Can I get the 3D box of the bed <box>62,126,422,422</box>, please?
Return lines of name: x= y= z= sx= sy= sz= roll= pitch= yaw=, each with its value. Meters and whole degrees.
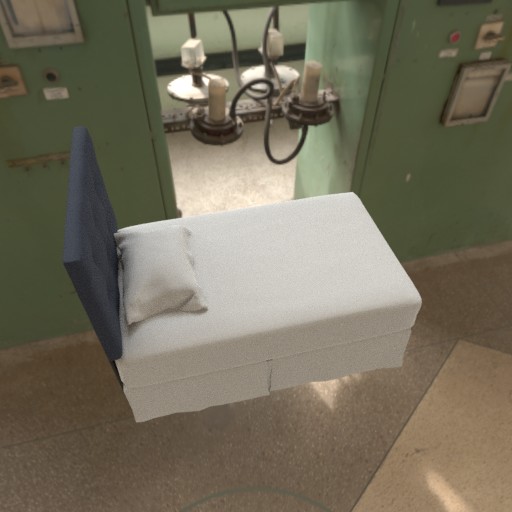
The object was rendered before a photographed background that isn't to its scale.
bed: x=0.000 y=0.000 z=2.974 sx=1.997 sy=1.571 sz=1.261 roll=-10 pitch=47 yaw=-9
